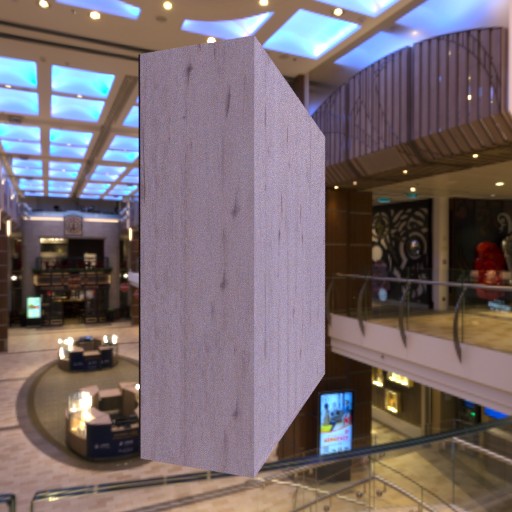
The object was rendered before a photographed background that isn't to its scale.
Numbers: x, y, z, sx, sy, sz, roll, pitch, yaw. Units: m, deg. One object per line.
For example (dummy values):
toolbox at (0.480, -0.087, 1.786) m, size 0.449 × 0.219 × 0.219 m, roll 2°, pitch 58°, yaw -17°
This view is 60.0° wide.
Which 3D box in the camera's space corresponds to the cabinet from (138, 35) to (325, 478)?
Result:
cabinet at (0.000, 0.000, 3.233) m, size 0.660 × 2.180 × 2.000 m, roll 0°, pitch 0°, yaw 19°
